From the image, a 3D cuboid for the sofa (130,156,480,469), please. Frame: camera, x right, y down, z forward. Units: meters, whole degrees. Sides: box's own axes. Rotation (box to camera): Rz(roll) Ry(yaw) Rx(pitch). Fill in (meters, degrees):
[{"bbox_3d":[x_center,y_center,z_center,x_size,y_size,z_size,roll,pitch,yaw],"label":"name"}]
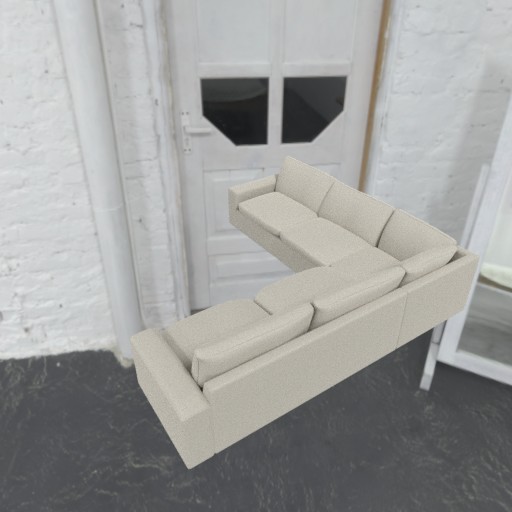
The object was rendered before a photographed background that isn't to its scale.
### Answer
[{"bbox_3d":[0.000,0.000,4.733,3.206,0.918,3.066,-20,37,-28],"label":"sofa"}]
